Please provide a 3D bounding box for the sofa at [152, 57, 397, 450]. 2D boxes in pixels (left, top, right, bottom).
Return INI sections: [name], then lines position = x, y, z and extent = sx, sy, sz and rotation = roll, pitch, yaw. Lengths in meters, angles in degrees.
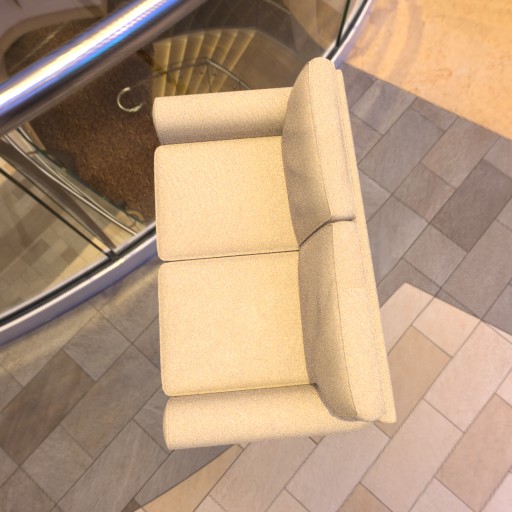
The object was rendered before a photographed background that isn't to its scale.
[sofa]
position = 0.000, 0.000, 2.259
extent = 0.991, 0.940, 1.727
rotation = -5, 76, -1
